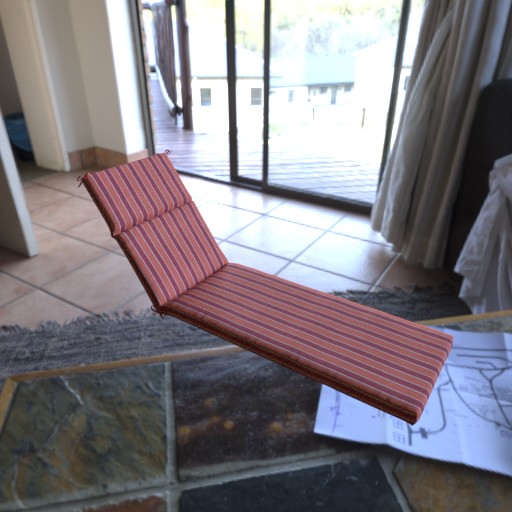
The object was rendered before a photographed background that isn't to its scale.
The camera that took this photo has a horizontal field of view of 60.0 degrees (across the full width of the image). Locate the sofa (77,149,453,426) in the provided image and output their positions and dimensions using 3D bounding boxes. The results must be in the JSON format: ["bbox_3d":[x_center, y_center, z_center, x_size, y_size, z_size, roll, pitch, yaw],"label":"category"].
[{"bbox_3d":[0.000,0.000,1.960,1.663,0.622,0.582,18,32,30],"label":"sofa"}]
